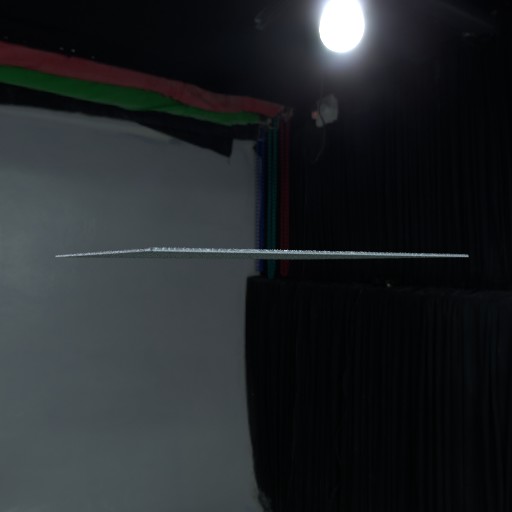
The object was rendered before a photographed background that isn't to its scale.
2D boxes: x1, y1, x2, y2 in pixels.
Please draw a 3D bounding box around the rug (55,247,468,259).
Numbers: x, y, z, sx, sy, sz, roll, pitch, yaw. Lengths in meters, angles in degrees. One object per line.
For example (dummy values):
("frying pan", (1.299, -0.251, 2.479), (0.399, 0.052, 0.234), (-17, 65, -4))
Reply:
("rug", (0.000, 0.000, 4.176), (3.042, 0.021, 2.456), (1, -1, -35))
